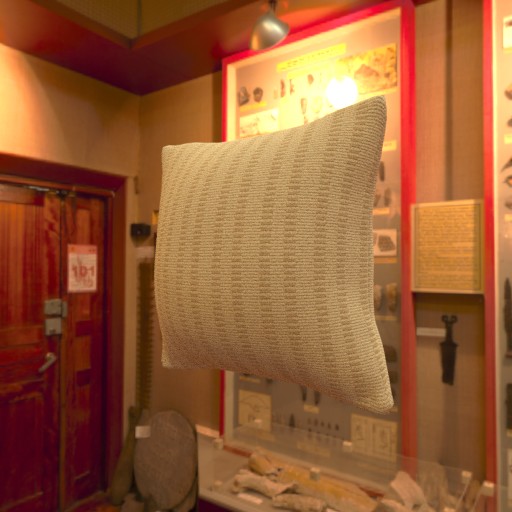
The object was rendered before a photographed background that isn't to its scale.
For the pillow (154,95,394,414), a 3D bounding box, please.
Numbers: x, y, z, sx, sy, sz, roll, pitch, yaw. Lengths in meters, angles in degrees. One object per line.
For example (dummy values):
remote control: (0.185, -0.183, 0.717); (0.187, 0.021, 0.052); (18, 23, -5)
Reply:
pillow: (0.000, 0.000, 0.705); (0.438, 0.419, 0.247); (-1, -1, 37)
